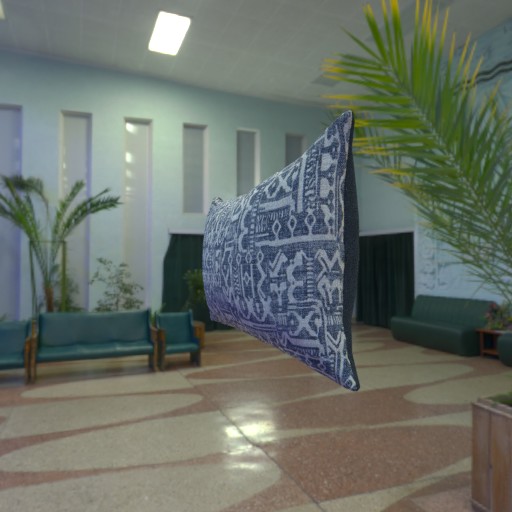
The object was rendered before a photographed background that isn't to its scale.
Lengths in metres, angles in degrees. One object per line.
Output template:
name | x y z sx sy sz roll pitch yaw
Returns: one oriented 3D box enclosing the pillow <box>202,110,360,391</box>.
pillow | 0.000 0.000 0.750 0.148 0.292 0.631 0 -1 -19
